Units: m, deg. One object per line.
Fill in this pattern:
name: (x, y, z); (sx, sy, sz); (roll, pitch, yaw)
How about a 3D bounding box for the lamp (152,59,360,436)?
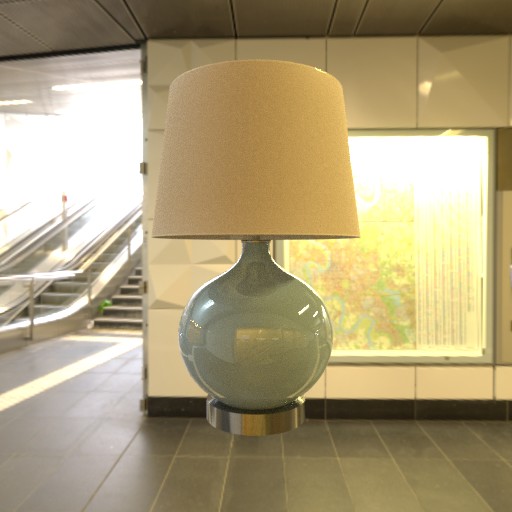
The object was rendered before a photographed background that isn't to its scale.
lamp: (0.000, 0.000, 0.536); (0.247, 0.387, 0.247); (0, 1, 0)
